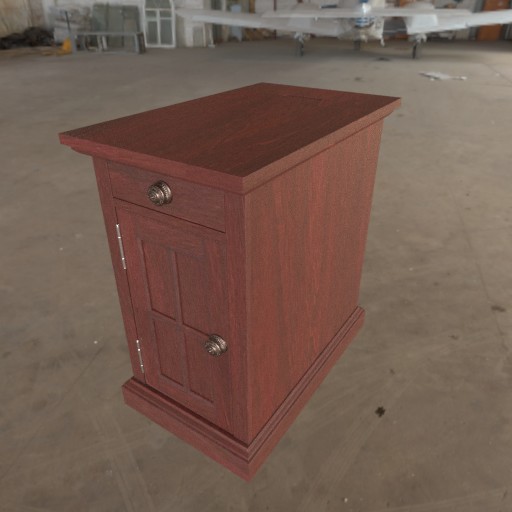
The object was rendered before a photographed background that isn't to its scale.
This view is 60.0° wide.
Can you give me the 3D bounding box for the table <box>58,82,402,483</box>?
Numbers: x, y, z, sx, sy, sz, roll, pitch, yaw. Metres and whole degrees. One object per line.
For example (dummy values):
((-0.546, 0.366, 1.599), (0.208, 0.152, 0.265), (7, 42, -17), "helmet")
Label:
((0.000, 0.000, 0.972), (0.356, 0.612, 0.584), (19, 35, 29), "table")
